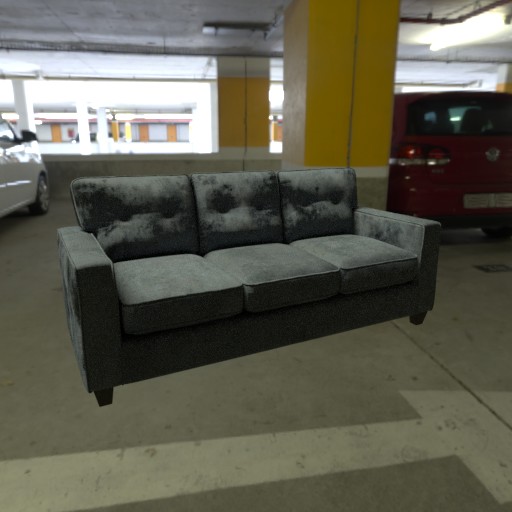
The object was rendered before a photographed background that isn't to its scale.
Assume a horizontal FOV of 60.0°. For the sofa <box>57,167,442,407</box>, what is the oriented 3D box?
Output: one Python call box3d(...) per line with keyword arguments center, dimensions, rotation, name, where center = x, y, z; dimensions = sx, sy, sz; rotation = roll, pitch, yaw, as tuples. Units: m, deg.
box3d(center=(0.000, 0.000, 2.664), dimensions=(2.133, 0.965, 0.939), rotation=(-8, 17, -26), name="sofa")
